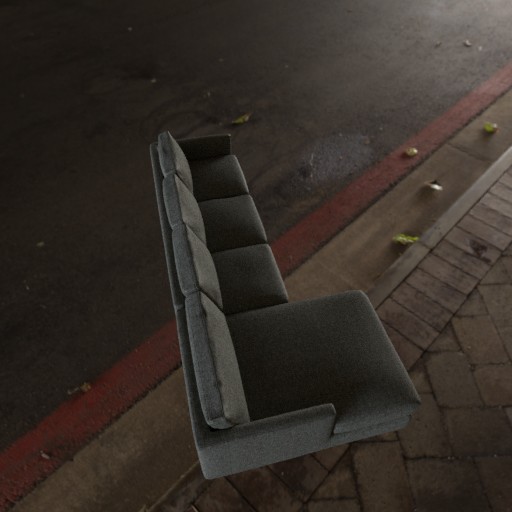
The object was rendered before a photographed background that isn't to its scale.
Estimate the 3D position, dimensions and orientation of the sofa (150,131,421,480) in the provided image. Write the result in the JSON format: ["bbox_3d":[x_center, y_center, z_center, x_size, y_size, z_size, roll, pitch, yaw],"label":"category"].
[{"bbox_3d":[0.000,0.000,4.161,1.635,0.960,3.485,-10,48,-9],"label":"sofa"}]
